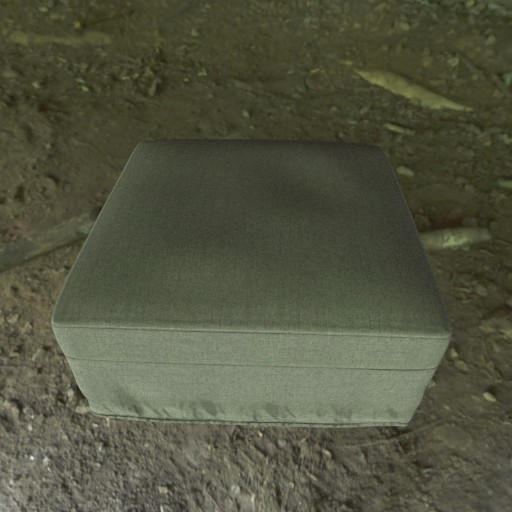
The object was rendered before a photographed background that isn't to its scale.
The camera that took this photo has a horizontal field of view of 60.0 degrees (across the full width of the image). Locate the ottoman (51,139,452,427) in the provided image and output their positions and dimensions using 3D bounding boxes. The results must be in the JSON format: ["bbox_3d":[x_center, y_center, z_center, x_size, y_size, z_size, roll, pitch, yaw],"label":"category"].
[{"bbox_3d":[0.000,0.000,1.299,0.843,0.436,0.840,1,41,2],"label":"ottoman"}]
